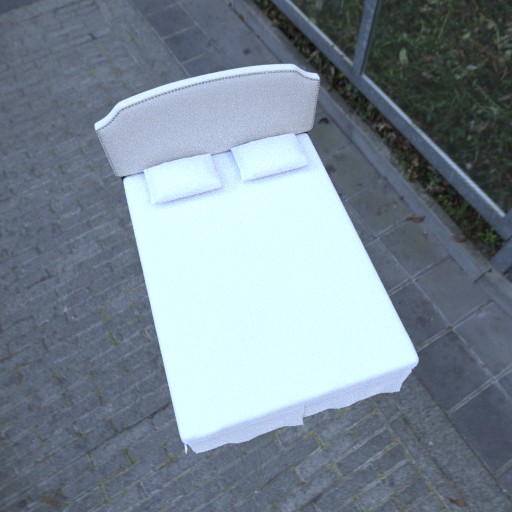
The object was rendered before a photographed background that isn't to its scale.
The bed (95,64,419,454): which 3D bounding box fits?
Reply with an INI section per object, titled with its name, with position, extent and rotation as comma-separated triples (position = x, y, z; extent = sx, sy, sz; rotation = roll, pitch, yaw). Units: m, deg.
[bed]
position = 0.000, 0.000, 2.867
extent = 1.558, 1.270, 1.999
rotation = -16, 63, -8
